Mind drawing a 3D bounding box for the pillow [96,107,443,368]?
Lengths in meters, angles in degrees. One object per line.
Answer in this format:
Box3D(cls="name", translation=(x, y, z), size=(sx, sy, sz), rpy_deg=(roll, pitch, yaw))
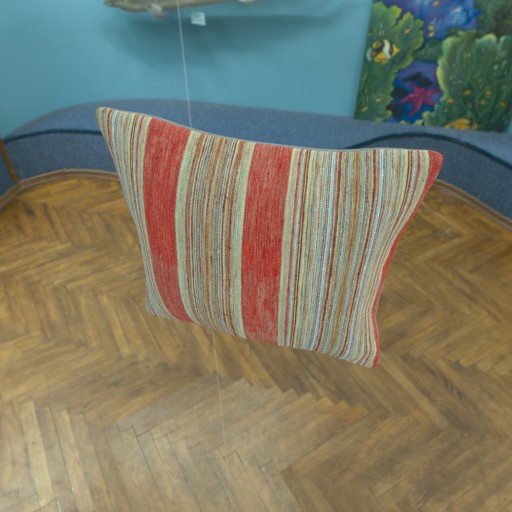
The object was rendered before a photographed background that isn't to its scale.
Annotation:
Box3D(cls="pillow", translation=(0.000, 0.000, 0.668), size=(0.437, 0.419, 0.136), rpy_deg=(11, 44, 12))
